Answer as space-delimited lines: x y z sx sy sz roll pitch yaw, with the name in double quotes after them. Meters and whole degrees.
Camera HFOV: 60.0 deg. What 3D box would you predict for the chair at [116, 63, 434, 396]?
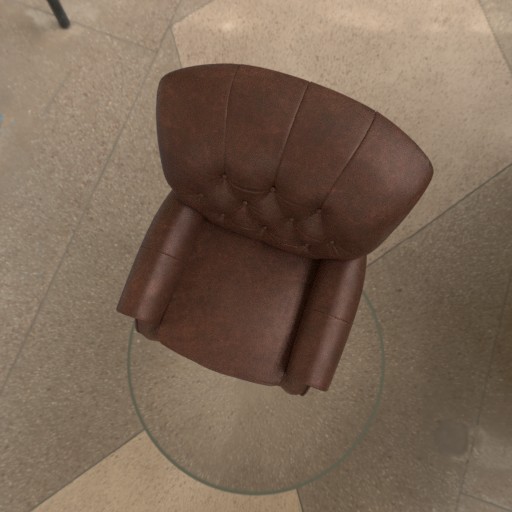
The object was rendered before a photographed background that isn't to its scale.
0.000 0.000 1.911 0.979 1.162 1.031 20 78 4 "chair"
